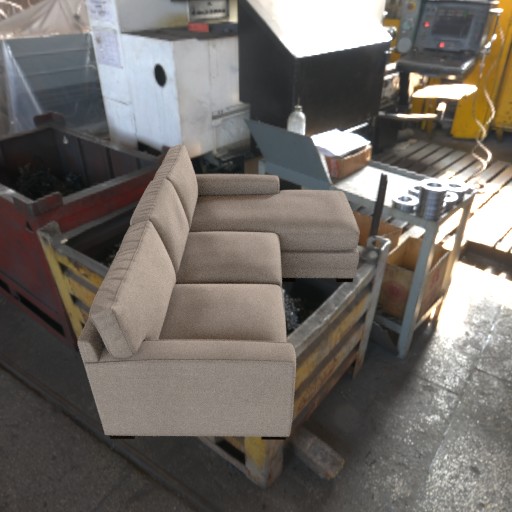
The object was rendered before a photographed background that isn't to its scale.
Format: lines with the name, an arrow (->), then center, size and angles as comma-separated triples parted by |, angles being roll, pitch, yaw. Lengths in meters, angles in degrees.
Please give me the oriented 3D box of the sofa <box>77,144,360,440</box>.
sofa -> 0.000, 0.000, 2.853 | 1.496, 0.861, 2.087 | 0, 33, 0
